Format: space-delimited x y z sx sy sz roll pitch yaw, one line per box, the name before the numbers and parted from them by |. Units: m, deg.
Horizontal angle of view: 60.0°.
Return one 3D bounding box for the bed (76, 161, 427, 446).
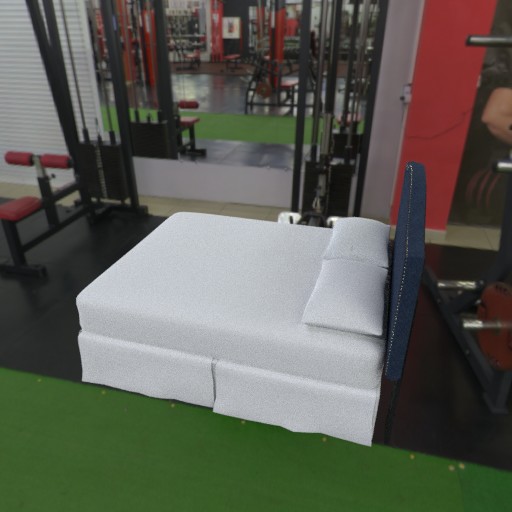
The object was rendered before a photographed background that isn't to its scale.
bed | 0.000 0.000 3.275 2.153 1.518 1.725 8 29 15
